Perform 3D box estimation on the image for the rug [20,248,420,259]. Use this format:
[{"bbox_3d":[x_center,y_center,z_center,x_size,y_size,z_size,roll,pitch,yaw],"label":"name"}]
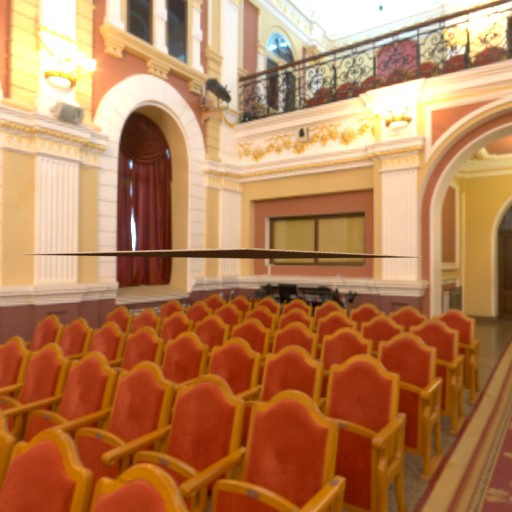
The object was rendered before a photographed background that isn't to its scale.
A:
[{"bbox_3d":[0.000,0.000,2.904,1.523,0.006,2.289,-1,-1,35],"label":"rug"}]
